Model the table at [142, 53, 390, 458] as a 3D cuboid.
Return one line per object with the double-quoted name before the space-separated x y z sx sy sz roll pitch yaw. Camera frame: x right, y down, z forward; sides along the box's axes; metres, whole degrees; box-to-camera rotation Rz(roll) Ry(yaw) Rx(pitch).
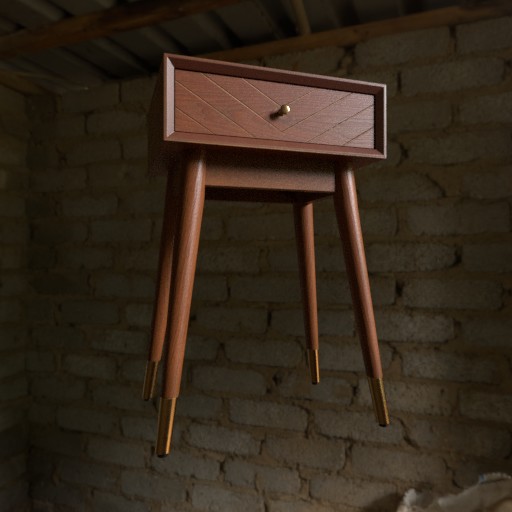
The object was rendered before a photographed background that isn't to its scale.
"table" 0.000 0.000 0.852 0.406 0.599 0.300 0 0 -18
